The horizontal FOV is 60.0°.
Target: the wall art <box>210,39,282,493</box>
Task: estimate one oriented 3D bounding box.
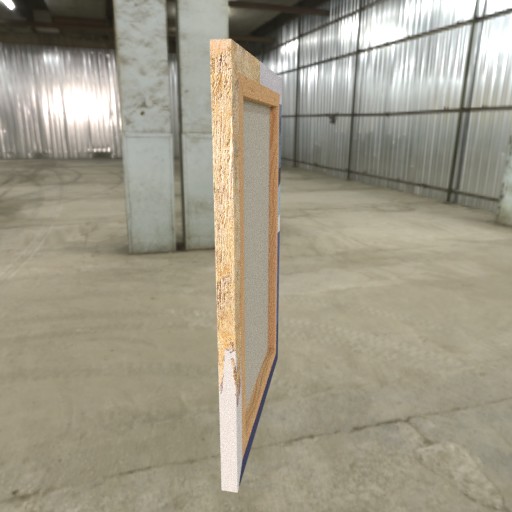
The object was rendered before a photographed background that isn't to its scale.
[{"bbox_3d":[0.000,0.000,1.140,0.039,0.911,0.607,3,16,10],"label":"wall art"}]
